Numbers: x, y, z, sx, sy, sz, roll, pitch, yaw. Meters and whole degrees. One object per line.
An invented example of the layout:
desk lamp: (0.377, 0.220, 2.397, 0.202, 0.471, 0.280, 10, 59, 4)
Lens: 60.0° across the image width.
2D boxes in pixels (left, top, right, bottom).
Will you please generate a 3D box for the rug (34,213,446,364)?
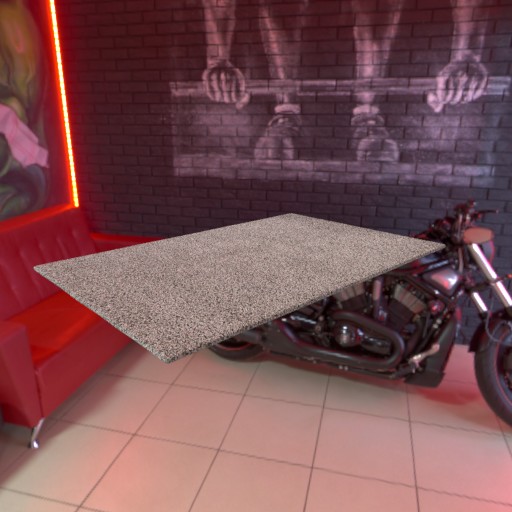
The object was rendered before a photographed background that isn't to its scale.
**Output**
rug: (0.000, 0.000, 3.469, 2.743, 0.030, 1.778, -16, 23, -41)
